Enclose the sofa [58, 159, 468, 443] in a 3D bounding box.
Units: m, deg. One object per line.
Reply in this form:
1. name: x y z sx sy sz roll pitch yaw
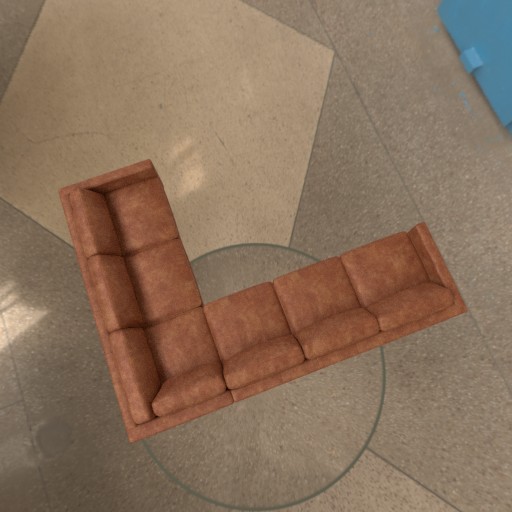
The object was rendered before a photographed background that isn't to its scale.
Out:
1. sofa: 0.000 0.000 4.350 3.167 0.838 2.438 -20 77 -5
